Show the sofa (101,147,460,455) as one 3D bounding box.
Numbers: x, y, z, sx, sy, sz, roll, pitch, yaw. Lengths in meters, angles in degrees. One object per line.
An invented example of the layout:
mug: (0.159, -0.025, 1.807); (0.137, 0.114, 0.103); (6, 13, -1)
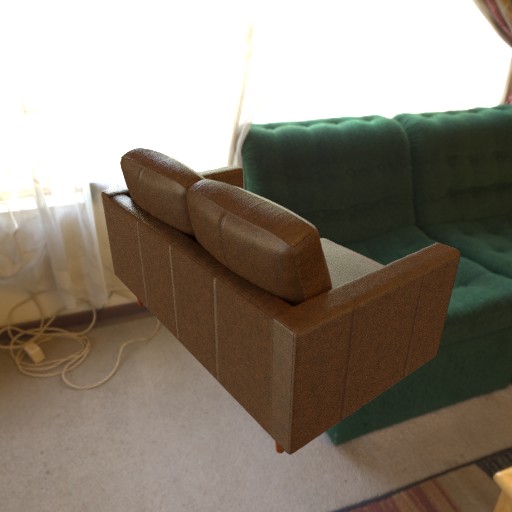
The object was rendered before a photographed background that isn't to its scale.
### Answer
sofa: (0.000, 0.000, 2.164); (0.909, 0.951, 1.578); (-19, 33, -33)
